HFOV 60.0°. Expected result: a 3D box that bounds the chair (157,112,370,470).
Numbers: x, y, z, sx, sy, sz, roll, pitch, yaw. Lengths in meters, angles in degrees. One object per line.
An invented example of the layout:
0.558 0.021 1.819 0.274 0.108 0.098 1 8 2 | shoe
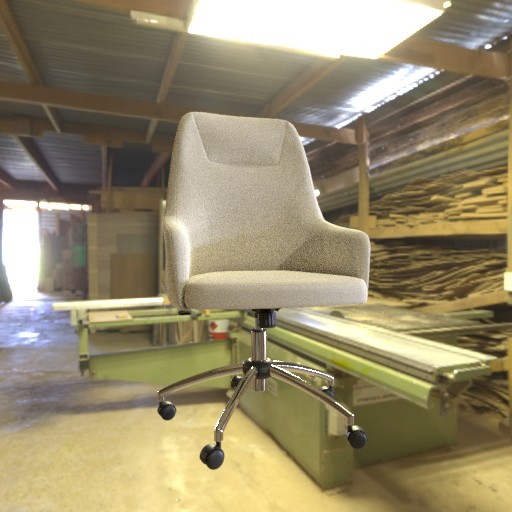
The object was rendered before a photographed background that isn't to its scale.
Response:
0.000 0.000 1.444 0.620 1.049 0.640 0 0 -17 | chair
